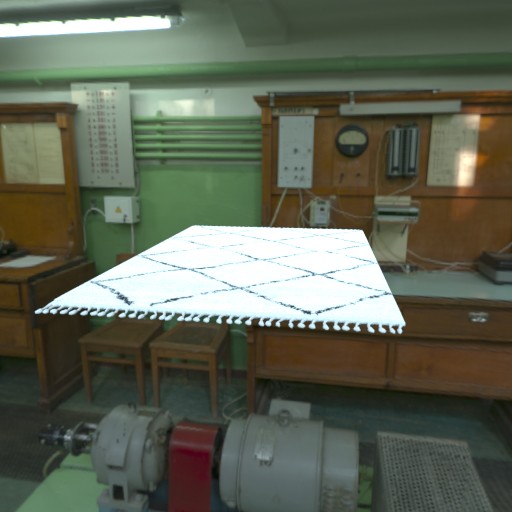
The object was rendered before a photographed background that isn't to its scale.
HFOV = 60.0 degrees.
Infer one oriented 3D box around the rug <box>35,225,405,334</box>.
[{"bbox_3d":[0.000,0.000,2.828,1.494,0.031,2.307,2,13,9],"label":"rug"}]
